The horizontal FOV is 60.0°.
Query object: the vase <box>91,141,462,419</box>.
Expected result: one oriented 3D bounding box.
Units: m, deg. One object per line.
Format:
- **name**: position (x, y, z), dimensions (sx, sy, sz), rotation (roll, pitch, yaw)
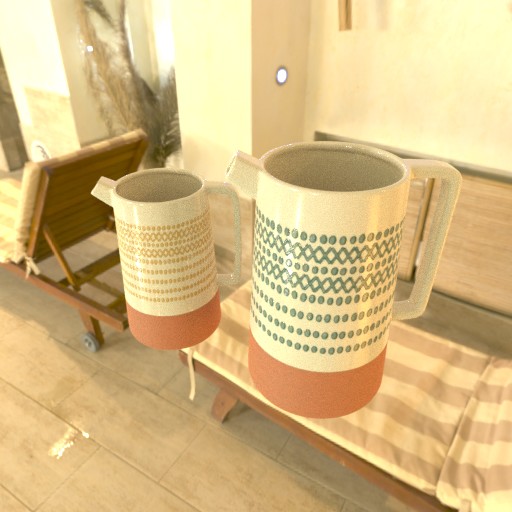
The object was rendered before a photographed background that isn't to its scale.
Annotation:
- **vase**: position (0.000, 0.000, 0.457), dimensions (0.326, 0.247, 0.168), rotation (22, 38, 31)
